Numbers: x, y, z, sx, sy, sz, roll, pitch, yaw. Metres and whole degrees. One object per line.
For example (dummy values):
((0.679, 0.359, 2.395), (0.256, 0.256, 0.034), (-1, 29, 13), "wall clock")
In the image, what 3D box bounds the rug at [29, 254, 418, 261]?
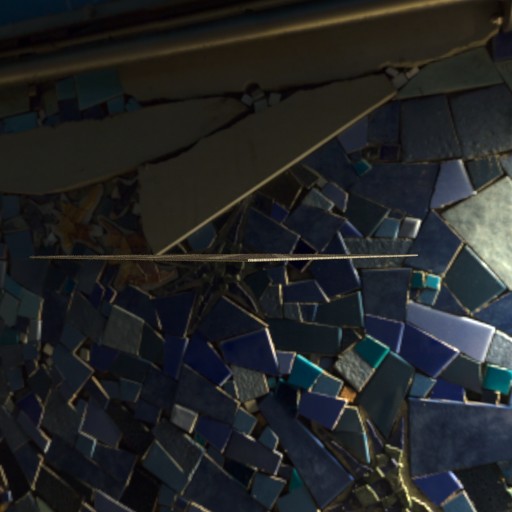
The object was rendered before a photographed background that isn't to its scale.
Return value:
((0.000, 0.000, 2.967), (1.522, 0.008, 2.284), (0, 1, 35), "rug")
